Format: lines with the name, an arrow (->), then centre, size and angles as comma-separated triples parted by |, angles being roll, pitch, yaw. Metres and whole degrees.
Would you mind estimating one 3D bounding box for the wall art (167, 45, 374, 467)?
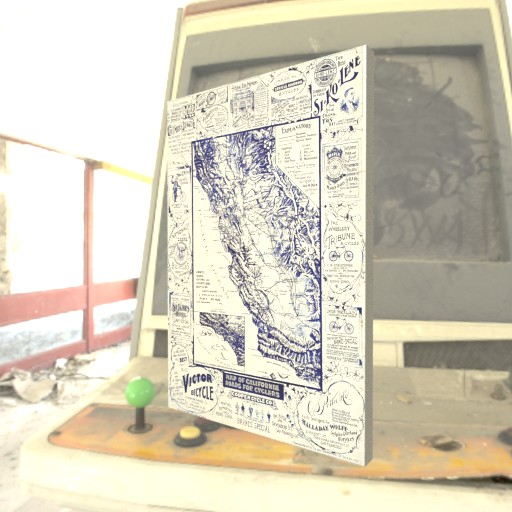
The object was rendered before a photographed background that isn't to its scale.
wall art -> 0.000, 0.000, 0.955 | 0.511, 0.753, 0.039 | 1, 1, 36
